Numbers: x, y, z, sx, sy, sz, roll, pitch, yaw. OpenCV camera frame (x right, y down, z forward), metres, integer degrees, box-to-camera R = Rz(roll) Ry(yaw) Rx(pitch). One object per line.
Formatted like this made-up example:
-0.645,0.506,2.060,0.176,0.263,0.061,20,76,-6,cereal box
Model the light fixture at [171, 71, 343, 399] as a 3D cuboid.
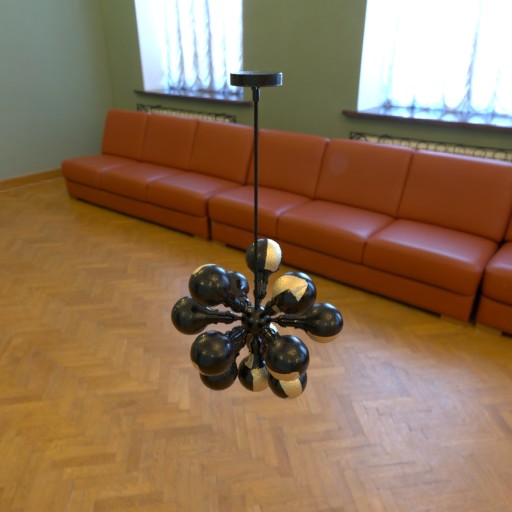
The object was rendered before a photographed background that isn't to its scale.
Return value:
0.000,0.000,1.122,0.420,0.859,0.468,17,31,32,light fixture
